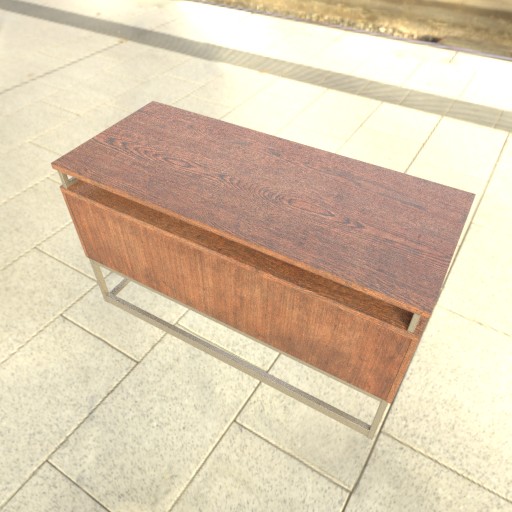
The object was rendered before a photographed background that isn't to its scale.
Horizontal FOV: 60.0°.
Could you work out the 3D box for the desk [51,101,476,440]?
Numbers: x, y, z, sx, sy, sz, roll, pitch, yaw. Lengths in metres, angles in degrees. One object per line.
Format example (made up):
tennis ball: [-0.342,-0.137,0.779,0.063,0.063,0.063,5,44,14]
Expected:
desk: [0.000,0.000,1.840,1.384,0.792,0.610,22,49,21]
